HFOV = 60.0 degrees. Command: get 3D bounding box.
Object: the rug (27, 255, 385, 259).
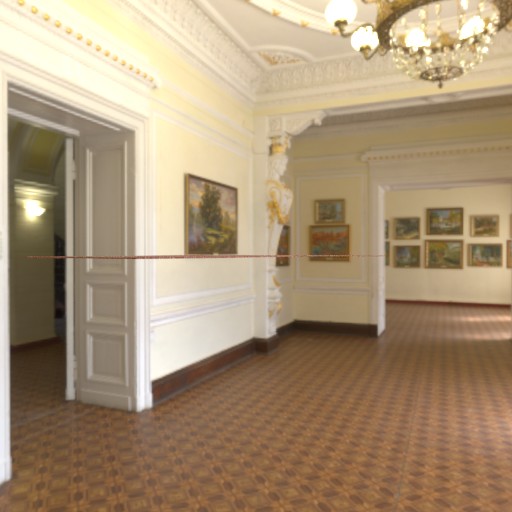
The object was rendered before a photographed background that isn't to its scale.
[{"bbox_3d":[0.000,0.000,2.624,0.718,0.013,2.353,0,0,36],"label":"rug"}]
